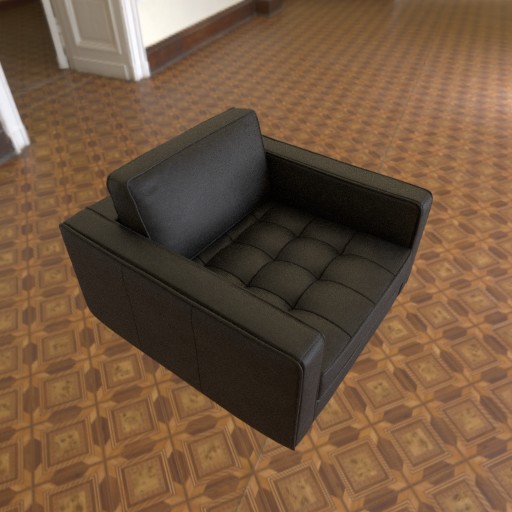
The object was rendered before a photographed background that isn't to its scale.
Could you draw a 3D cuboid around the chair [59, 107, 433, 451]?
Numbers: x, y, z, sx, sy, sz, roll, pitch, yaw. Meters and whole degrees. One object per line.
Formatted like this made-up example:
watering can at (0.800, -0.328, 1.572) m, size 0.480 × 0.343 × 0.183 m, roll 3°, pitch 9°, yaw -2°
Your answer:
chair at (0.000, 0.000, 1.566) m, size 0.914 × 0.763 × 0.889 m, roll 26°, pitch 47°, yaw 26°
